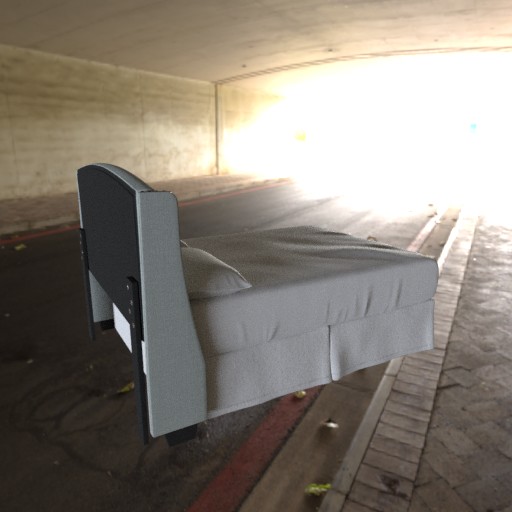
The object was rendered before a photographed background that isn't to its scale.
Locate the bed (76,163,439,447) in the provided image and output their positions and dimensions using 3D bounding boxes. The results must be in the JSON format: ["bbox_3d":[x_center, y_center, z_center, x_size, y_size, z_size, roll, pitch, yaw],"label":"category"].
[{"bbox_3d":[0.000,0.000,3.319,2.237,1.407,1.710,-8,17,-29],"label":"bed"}]
